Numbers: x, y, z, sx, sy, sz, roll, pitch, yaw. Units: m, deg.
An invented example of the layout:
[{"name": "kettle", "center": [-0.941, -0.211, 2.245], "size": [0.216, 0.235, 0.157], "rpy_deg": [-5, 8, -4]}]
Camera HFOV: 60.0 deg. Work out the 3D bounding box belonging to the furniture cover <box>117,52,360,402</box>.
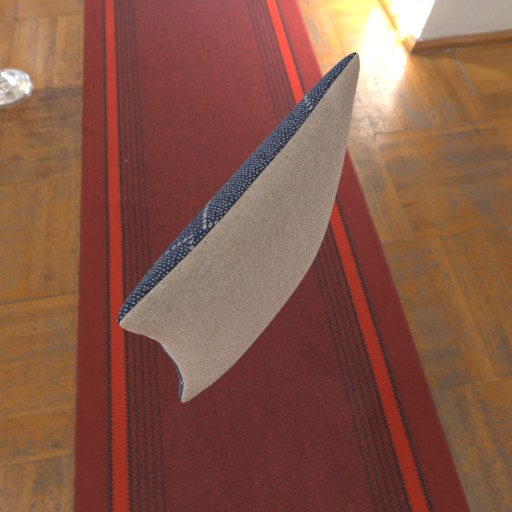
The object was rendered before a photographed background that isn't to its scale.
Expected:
[{"name": "furniture cover", "center": [0.000, 0.000, 0.773], "size": [0.162, 0.503, 0.511], "rpy_deg": [32, 67, 15]}]
